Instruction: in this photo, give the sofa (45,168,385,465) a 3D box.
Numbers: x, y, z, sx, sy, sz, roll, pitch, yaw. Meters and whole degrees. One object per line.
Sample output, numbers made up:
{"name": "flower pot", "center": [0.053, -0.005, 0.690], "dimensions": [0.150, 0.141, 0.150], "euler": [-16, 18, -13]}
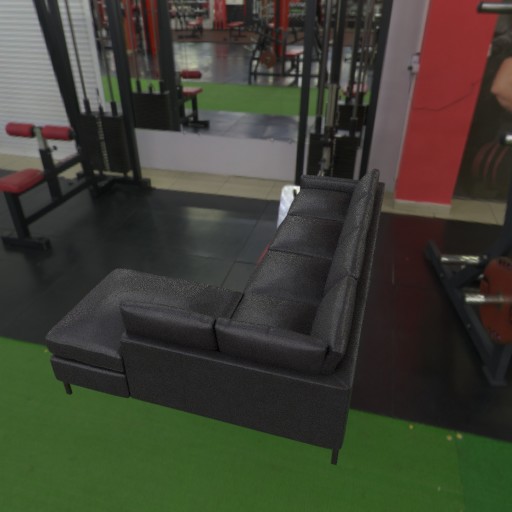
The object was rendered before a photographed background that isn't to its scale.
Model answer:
{"name": "sofa", "center": [0.000, 0.000, 3.812], "dimensions": [1.938, 0.877, 2.984], "euler": [9, 33, 15]}
